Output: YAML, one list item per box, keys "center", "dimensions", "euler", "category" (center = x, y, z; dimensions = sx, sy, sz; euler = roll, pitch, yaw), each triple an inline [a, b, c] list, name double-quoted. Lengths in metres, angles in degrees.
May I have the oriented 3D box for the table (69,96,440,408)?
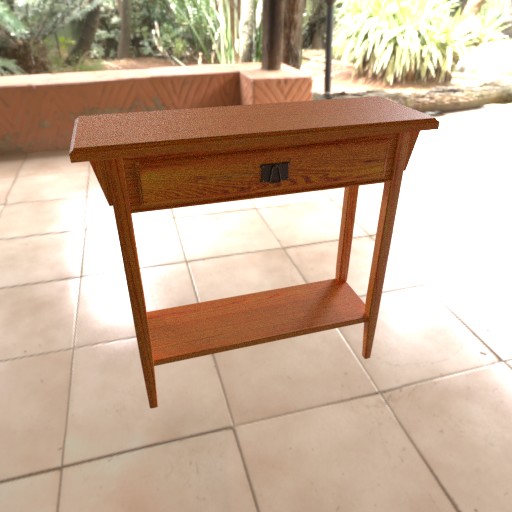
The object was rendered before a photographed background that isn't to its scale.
- center: [0.000, 0.000, 1.155]
  dimensions: [0.762, 0.711, 0.254]
  euler: [-9, 32, -14]
  category: "table"
